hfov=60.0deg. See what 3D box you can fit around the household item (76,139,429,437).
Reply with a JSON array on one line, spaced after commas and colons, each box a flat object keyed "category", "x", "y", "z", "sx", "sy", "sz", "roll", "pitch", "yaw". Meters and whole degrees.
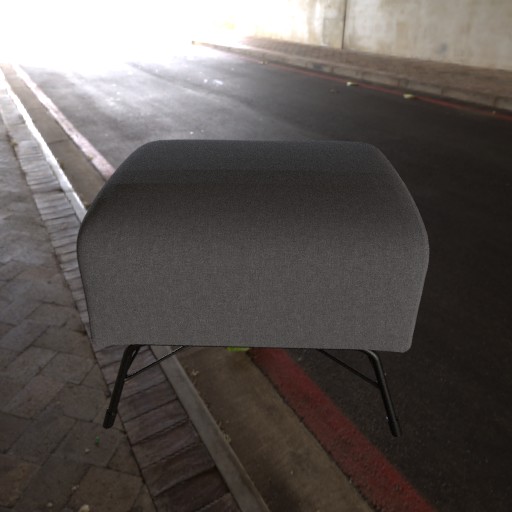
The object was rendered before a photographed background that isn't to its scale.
[{"category": "household item", "x": 0.000, "y": 0.000, "z": 0.902, "sx": 0.530, "sy": 0.410, "sz": 0.530, "roll": 1, "pitch": 30, "yaw": 2}]
